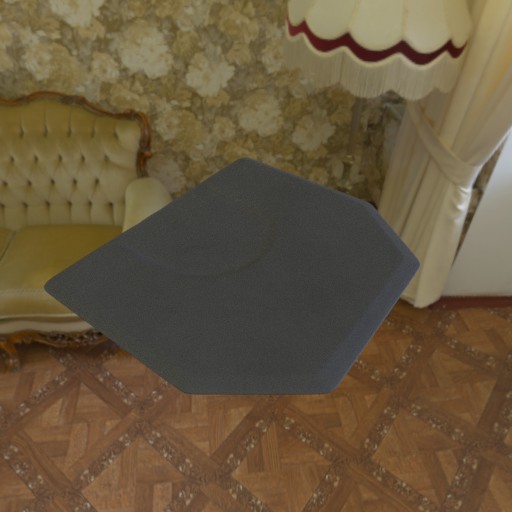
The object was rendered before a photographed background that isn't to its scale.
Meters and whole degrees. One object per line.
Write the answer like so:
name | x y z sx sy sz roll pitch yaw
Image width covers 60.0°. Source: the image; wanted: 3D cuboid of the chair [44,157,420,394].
chair | 0.000 0.000 1.963 1.219 0.024 1.372 26 48 27
